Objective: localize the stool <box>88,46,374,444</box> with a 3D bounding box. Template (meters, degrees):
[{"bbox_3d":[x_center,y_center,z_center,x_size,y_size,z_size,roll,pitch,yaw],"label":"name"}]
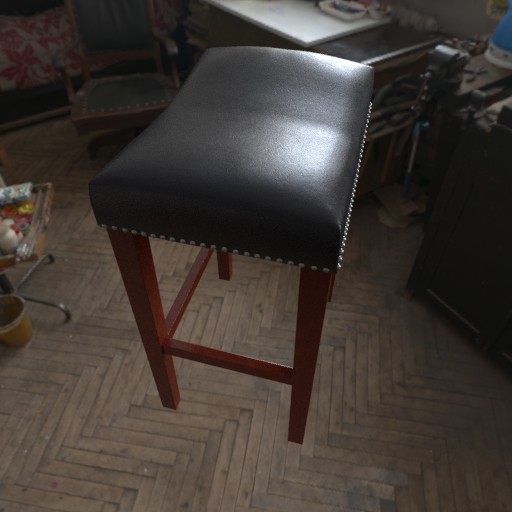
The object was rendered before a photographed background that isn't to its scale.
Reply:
[{"bbox_3d":[0.000,0.000,0.995,0.372,0.742,0.504,11,47,11],"label":"stool"}]
